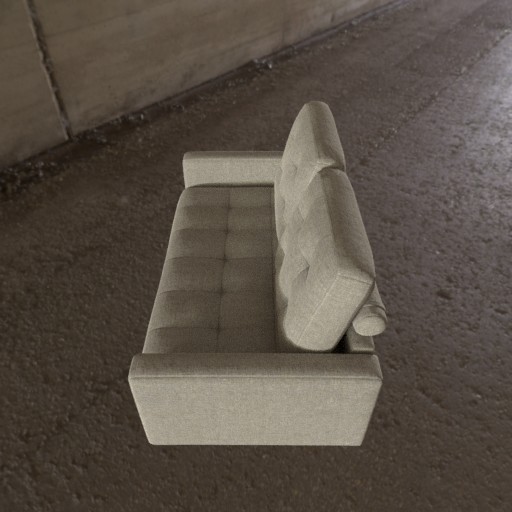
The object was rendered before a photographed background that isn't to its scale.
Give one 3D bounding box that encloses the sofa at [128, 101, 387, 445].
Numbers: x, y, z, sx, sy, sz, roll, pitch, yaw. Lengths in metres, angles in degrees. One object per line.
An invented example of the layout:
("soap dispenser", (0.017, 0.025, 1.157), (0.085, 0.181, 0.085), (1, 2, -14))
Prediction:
("sofa", (0.000, 0.000, 1.931), (0.842, 0.907, 1.407), (0, 42, 0))
